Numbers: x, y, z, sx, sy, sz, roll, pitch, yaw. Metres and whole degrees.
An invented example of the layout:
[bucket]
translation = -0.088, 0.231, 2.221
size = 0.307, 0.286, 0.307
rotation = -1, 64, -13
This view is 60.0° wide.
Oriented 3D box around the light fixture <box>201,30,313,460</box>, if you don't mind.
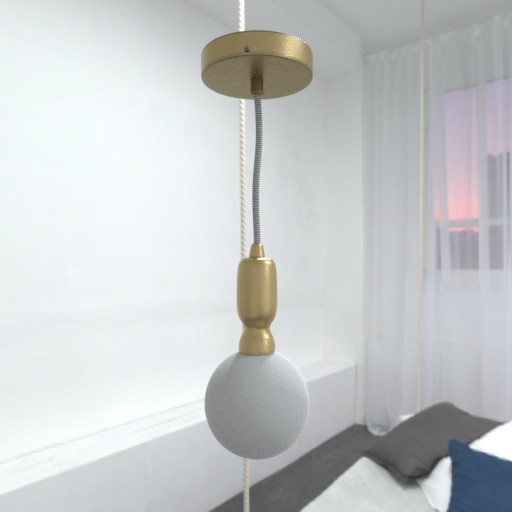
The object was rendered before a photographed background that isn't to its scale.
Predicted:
[light fixture]
translation = 0.000, 0.000, 0.571
size = 0.146, 0.510, 0.147
rotation = 0, 0, 19
